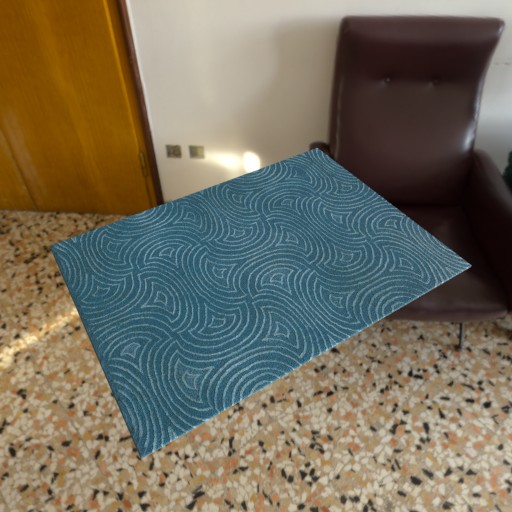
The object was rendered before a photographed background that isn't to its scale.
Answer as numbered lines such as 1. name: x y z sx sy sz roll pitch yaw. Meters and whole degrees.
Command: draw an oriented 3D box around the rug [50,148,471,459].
1. rug: 0.000 0.000 2.771 2.144 0.015 1.543 -24 51 -22
